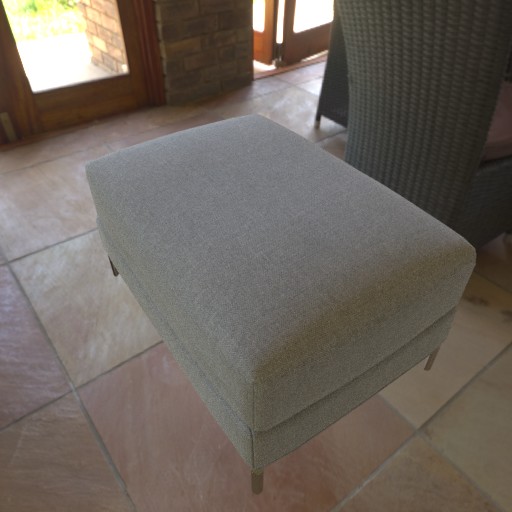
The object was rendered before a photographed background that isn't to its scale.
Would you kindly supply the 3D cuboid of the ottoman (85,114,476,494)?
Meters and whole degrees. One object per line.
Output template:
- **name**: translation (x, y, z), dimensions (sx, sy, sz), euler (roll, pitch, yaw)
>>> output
- **ottoman**: translation (0.000, 0.000, 1.130), dimensions (0.584, 0.457, 0.838), euler (-24, 47, -25)
